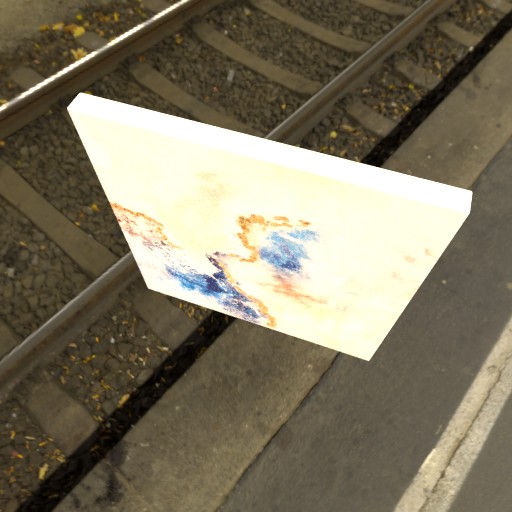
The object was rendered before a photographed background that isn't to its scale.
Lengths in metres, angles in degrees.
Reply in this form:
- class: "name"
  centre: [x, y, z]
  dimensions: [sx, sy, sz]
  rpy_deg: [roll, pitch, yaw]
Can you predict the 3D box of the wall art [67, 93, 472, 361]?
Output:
- class: "wall art"
  centre: [0.000, 0.000, 1.574]
  dimensions: [1.061, 1.061, 0.071]
  rpy_deg: [17, 60, 10]
